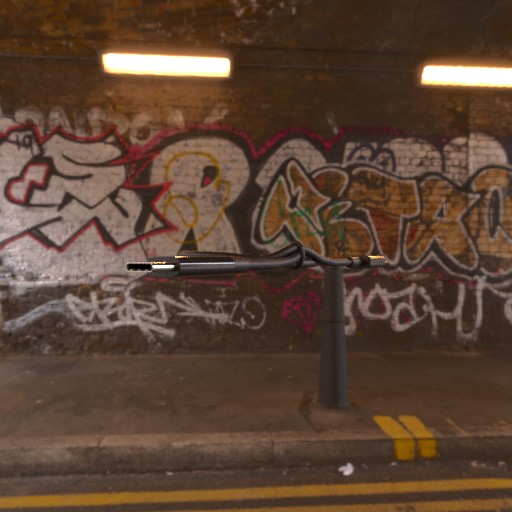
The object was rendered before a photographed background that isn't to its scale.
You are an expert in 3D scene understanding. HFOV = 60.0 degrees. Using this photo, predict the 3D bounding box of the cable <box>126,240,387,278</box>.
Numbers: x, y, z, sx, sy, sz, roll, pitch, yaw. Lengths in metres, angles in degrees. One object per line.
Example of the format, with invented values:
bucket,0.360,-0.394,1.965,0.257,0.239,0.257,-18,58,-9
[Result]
cable,0.000,0.000,0.216,0.070,0.014,0.192,0,0,35
